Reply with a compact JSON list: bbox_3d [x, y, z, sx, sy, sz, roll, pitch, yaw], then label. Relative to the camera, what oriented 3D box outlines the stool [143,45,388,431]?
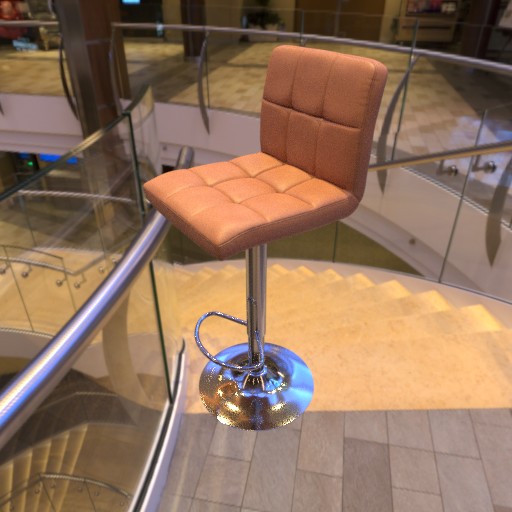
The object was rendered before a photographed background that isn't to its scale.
[{"bbox_3d":[0.000,0.000,1.353,0.505,1.115,0.430,-21,37,-29],"label":"stool"}]
